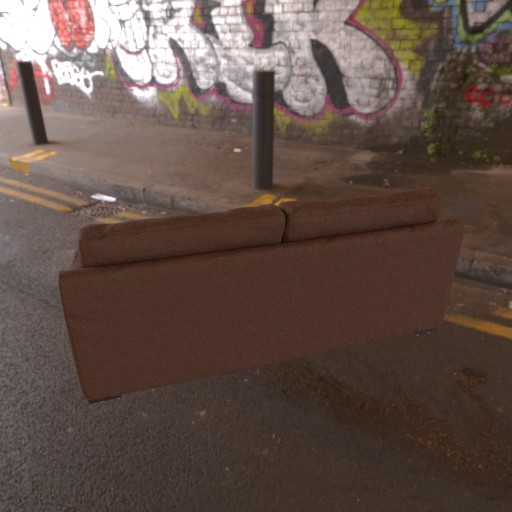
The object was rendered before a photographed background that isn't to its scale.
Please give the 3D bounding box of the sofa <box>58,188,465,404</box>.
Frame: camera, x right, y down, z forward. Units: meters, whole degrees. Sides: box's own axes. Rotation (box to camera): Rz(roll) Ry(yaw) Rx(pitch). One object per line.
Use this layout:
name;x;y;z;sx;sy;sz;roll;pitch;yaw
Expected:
sofa;0.000;0.000;2.908;2.274;0.950;1.140;-8;27;-16
